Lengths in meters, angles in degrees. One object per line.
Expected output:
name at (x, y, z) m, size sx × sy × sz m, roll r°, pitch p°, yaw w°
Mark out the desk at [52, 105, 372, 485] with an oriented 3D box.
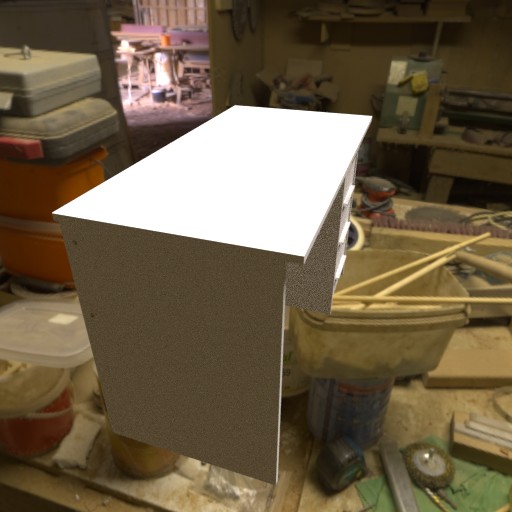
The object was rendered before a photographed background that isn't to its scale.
desk at (0.000, 0.000, 1.512) m, size 0.560 × 0.730 × 1.096 m, roll 10°, pitch 32°, yaw 16°
